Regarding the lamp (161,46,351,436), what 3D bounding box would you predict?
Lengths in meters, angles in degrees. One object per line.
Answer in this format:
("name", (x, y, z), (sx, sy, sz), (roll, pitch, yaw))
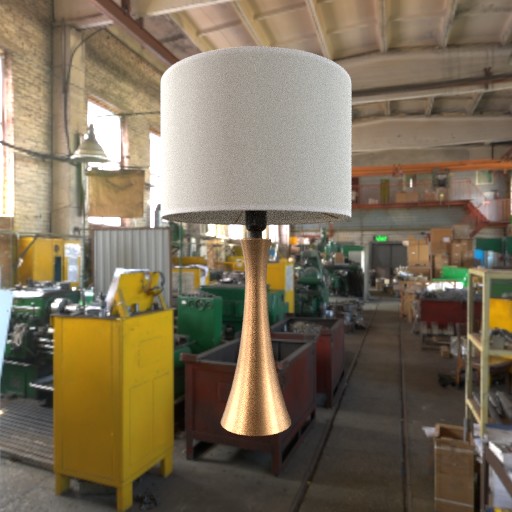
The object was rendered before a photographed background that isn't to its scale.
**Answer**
("lamp", (0.000, 0.000, 0.638), (0.268, 0.479, 0.268), (0, 0, -16))
